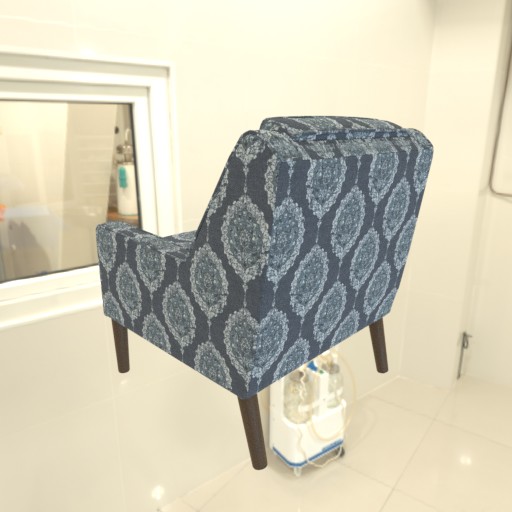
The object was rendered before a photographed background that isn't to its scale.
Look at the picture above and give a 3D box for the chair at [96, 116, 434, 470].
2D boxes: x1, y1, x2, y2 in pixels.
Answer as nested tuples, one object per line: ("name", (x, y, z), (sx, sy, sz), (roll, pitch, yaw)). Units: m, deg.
("chair", (0.000, 0.000, 1.325), (0.743, 0.792, 0.663), (15, 22, 42))
